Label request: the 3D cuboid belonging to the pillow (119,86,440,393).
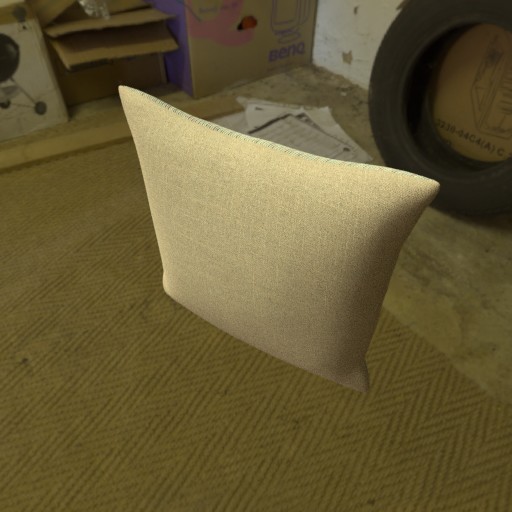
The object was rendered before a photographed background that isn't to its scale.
[{"bbox_3d":[0.000,0.000,0.785,0.512,0.506,0.178,23,50,21],"label":"pillow"}]
